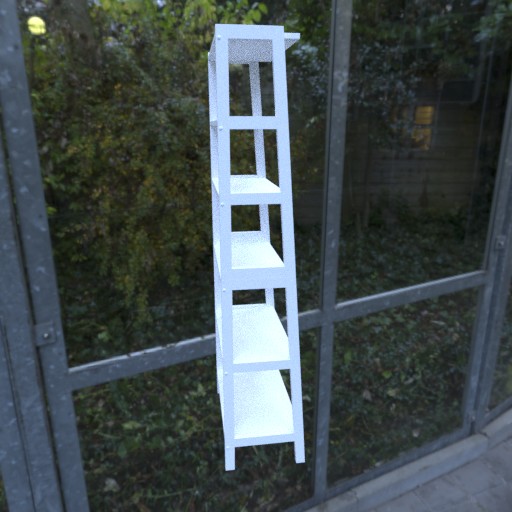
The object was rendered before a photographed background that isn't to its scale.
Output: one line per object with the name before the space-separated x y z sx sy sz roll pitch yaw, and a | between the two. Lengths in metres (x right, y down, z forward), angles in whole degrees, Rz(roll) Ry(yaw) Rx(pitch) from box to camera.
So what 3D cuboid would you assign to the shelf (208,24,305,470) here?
shelf | 0.000 0.000 2.148 0.381 1.892 0.660 -2 17 -8
